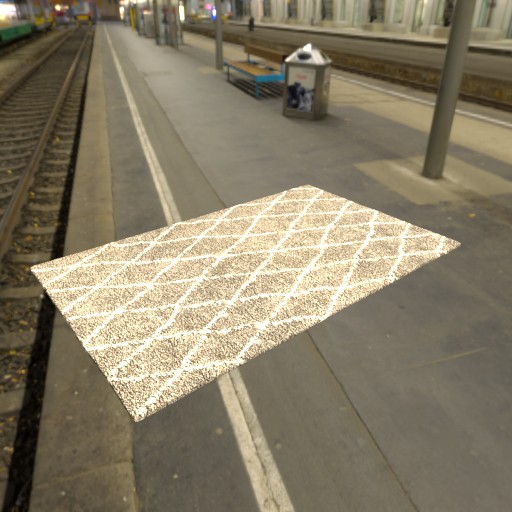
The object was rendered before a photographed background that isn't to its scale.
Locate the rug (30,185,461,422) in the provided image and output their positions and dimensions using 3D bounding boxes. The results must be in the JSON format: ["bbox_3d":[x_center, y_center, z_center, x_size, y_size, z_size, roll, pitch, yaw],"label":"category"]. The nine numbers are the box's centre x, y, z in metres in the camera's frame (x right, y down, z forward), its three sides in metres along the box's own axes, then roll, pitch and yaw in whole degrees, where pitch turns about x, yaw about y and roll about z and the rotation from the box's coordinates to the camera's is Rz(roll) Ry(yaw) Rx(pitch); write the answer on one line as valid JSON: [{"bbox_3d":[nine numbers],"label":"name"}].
[{"bbox_3d":[0.000,0.000,2.934,2.438,0.030,1.524,-21,35,-33],"label":"rug"}]
